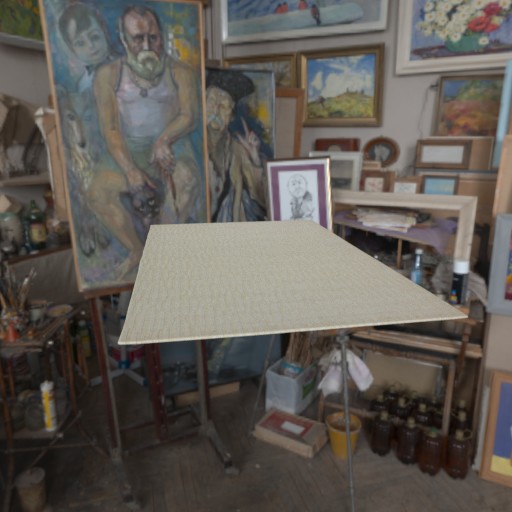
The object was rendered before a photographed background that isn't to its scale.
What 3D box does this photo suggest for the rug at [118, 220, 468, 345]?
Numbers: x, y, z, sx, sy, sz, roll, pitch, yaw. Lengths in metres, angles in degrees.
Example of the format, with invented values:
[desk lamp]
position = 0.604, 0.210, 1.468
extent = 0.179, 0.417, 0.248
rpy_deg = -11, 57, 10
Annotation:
[rug]
position = 0.000, 0.000, 3.016
extent = 1.531, 0.014, 2.441
rpy_deg = -3, 15, -10
